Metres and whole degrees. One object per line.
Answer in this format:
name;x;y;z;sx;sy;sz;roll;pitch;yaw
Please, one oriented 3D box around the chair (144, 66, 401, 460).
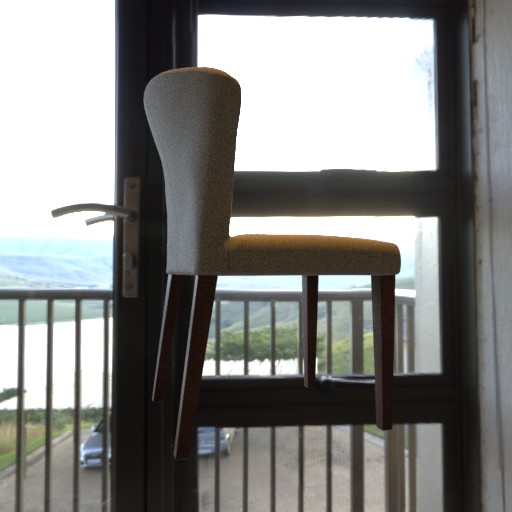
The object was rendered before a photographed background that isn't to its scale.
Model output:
chair;0.000;0.000;1.190;0.592;0.839;0.491;1;-2;-19
